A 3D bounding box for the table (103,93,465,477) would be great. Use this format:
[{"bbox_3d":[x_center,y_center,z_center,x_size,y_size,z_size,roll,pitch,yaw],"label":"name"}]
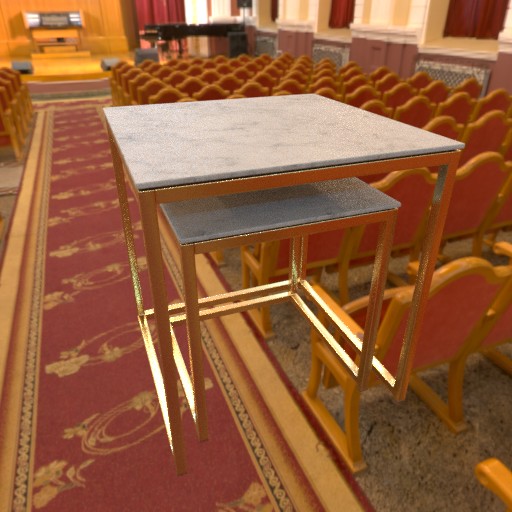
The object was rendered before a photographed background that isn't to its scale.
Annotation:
[{"bbox_3d":[0.000,0.000,0.849,0.450,0.500,0.450,-11,31,-18],"label":"table"}]
